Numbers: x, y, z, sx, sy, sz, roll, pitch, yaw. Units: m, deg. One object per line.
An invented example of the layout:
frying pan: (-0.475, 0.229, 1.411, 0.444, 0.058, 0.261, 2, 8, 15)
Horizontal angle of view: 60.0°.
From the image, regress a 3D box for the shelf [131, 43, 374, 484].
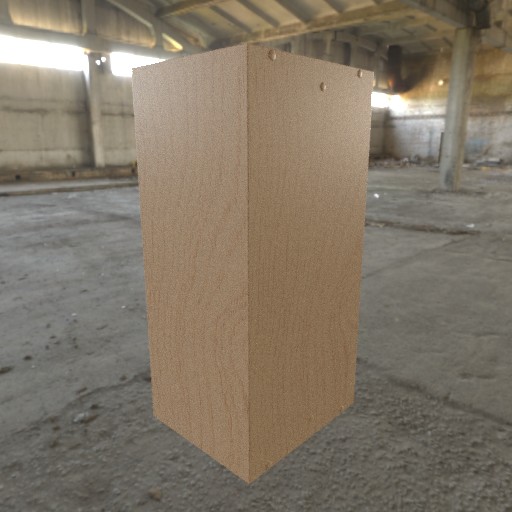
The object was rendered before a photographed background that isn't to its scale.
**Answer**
shelf: (0.000, 0.000, 0.765, 0.250, 0.600, 0.290, 13, 19, 42)
